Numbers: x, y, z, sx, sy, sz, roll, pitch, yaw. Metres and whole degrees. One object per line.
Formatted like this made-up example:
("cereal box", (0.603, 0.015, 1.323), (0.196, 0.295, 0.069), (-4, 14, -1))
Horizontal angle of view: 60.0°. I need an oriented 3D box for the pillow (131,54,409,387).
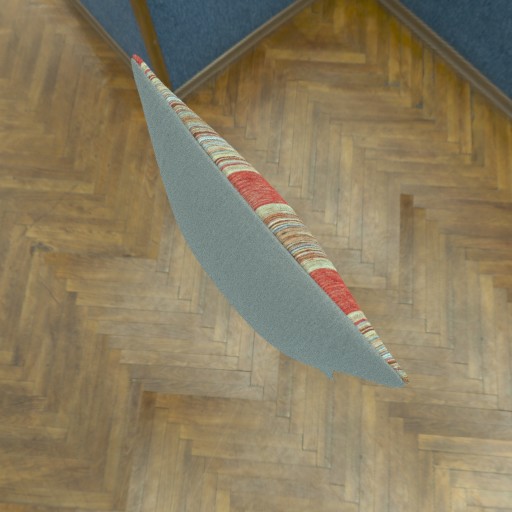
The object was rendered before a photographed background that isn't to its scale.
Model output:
("pillow", (0.000, 0.000, 0.628), (0.136, 0.419, 0.437), (-37, 79, -9))
